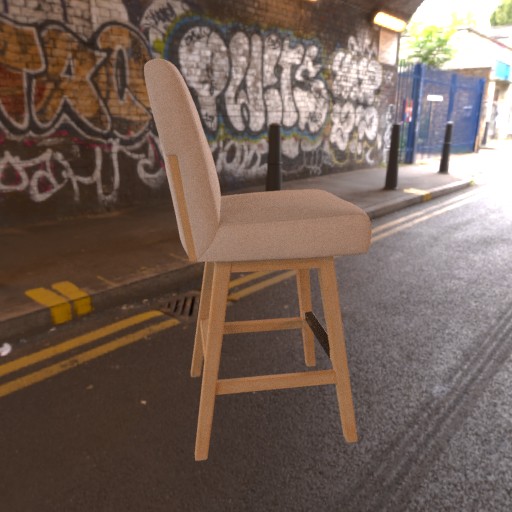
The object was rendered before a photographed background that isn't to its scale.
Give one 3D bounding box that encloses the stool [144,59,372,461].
[{"bbox_3d":[0.000,0.000,1.292,0.543,1.015,0.446,-3,17,-9],"label":"stool"}]
